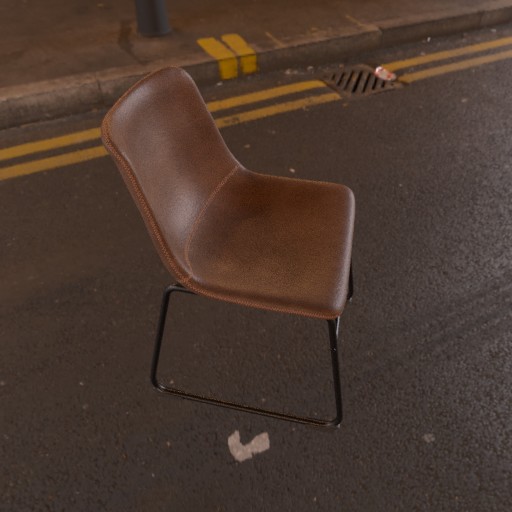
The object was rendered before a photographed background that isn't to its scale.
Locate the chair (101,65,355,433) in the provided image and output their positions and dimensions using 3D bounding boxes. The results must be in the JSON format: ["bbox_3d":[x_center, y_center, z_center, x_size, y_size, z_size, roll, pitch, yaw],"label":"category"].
[{"bbox_3d":[0.000,0.000,1.101,0.551,0.780,0.460,9,46,9],"label":"chair"}]
